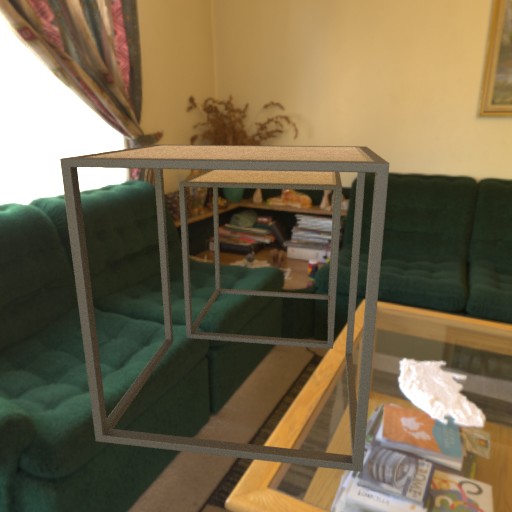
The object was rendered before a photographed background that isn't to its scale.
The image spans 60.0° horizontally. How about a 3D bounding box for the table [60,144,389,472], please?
[{"bbox_3d":[0.000,0.000,1.118,0.508,0.540,0.788,3,17,9],"label":"table"}]
